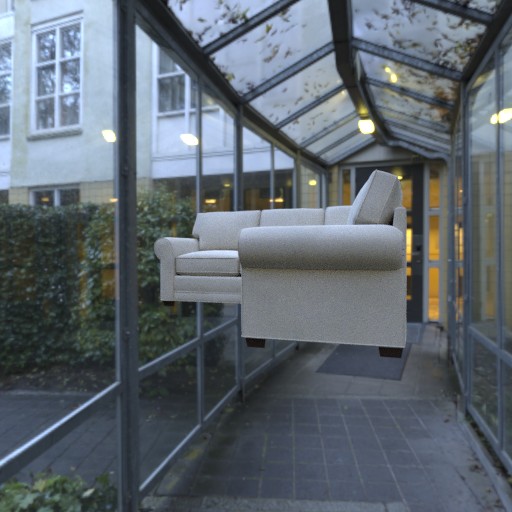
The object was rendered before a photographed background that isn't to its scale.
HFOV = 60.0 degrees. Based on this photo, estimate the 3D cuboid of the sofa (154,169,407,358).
[{"bbox_3d":[0.000,0.000,3.854,2.487,1.054,2.569,0,1,19],"label":"sofa"}]
